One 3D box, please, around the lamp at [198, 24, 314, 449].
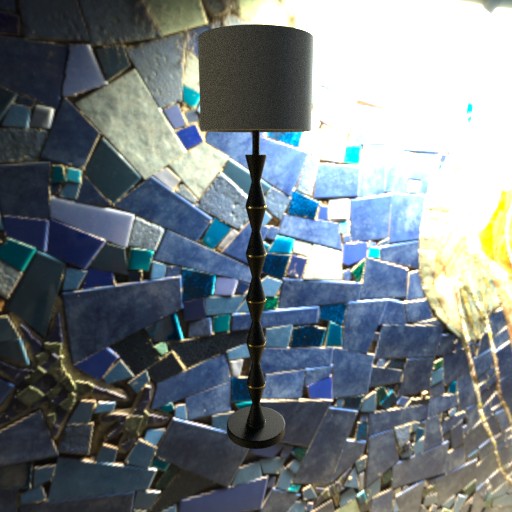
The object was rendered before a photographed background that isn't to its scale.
[{"bbox_3d":[0.000,0.000,1.647,0.381,1.480,0.381,-2,14,-9],"label":"lamp"}]
